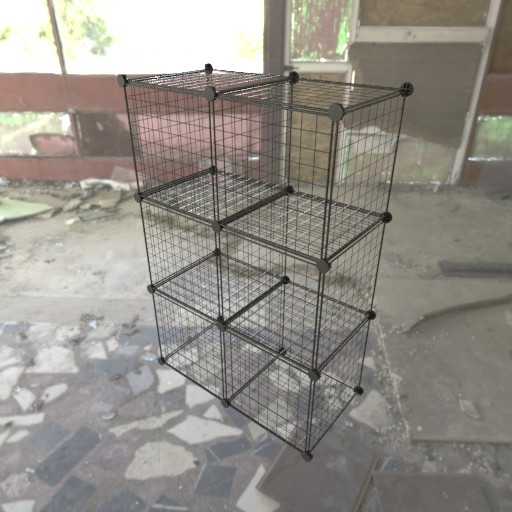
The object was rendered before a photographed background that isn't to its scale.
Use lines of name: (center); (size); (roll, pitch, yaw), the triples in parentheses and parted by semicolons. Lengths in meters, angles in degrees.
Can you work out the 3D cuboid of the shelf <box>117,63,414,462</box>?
shelf: (0.000, 0.000, 1.419); (0.711, 1.067, 0.356); (21, 36, 33)
